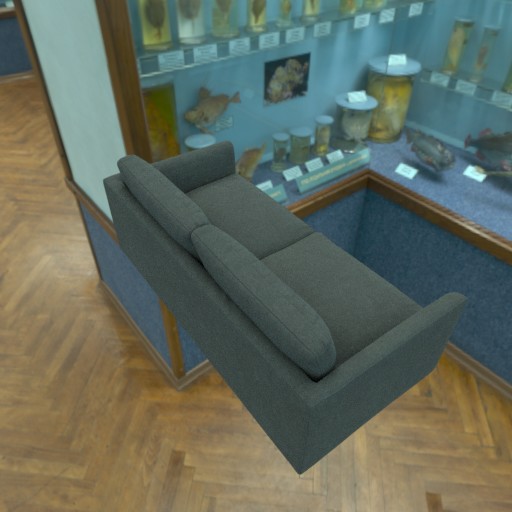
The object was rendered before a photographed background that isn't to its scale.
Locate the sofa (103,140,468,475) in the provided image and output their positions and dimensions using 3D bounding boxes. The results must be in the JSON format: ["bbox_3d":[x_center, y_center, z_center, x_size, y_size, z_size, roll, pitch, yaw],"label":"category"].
[{"bbox_3d":[0.000,0.000,2.852,1.092,0.838,2.257,-25,47,-27],"label":"sofa"}]
